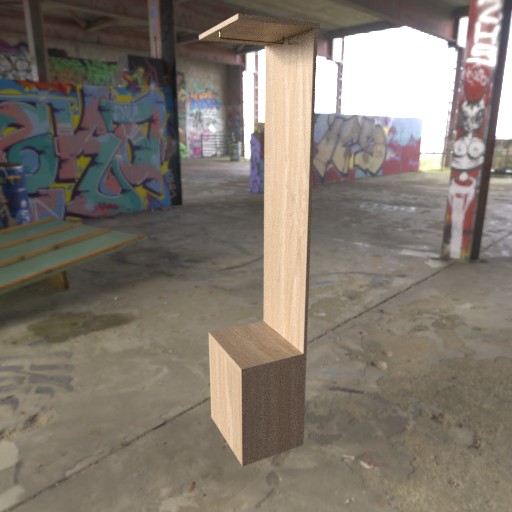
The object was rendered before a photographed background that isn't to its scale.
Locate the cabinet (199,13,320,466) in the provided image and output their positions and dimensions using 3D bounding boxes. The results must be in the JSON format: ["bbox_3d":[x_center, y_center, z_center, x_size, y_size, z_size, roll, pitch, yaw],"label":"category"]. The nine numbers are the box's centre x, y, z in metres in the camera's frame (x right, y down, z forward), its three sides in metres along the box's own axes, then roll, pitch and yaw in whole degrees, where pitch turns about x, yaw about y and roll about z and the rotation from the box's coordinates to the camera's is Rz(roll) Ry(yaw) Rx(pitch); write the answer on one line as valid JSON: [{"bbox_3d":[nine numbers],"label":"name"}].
[{"bbox_3d":[0.000,0.000,2.027,0.338,1.879,0.411,-8,18,-25],"label":"cabinet"}]
